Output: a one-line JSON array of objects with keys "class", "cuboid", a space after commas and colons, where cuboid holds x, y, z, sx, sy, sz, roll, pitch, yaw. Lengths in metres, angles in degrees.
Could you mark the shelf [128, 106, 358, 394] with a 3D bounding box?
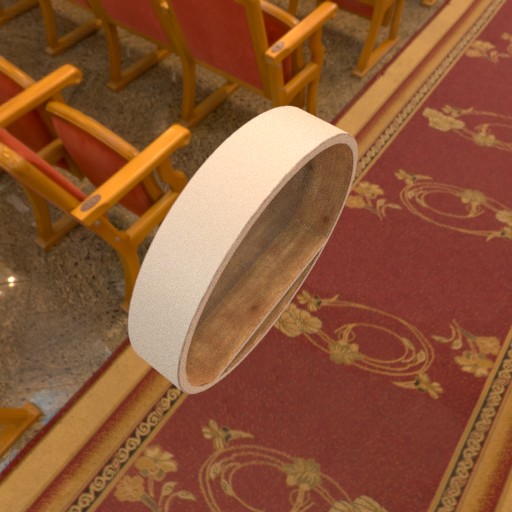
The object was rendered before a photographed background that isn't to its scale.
[{"class": "shelf", "cuboid": [0.000, 0.000, 1.249, 0.158, 0.807, 0.806, 33, 65, 18]}]
